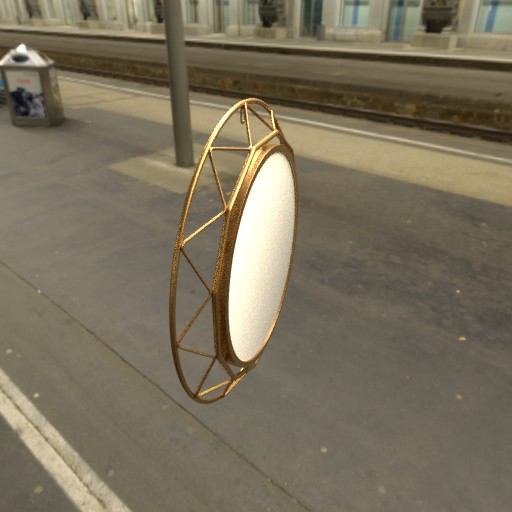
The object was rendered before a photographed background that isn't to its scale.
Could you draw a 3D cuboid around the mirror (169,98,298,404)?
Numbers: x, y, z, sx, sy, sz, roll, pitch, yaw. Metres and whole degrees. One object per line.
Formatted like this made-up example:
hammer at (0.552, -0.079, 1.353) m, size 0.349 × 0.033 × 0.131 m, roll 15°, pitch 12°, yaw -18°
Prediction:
mirror at (0.000, 0.000, 0.679) m, size 0.043 × 0.454 × 0.454 m, roll 10°, pitch 31°, yaw 17°
